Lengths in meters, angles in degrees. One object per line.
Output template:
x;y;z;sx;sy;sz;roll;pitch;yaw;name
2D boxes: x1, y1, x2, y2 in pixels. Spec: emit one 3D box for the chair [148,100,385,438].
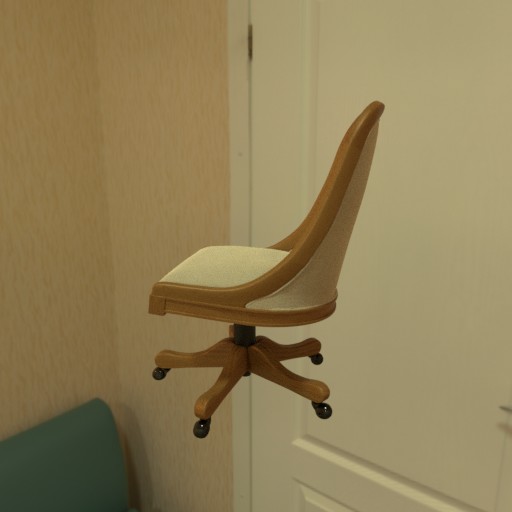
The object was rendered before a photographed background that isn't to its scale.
0.000;0.000;1.556;0.811;1.009;0.702;2;13;8;chair
